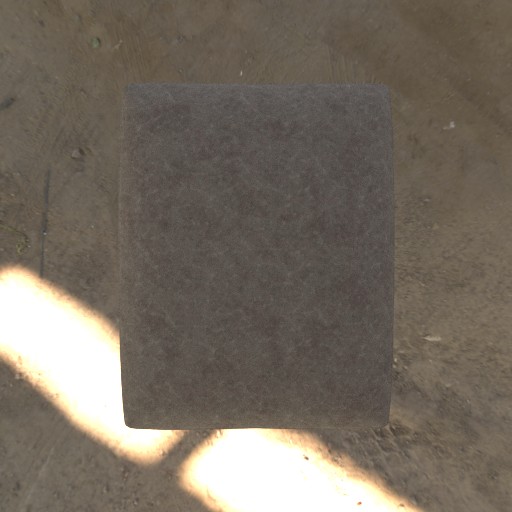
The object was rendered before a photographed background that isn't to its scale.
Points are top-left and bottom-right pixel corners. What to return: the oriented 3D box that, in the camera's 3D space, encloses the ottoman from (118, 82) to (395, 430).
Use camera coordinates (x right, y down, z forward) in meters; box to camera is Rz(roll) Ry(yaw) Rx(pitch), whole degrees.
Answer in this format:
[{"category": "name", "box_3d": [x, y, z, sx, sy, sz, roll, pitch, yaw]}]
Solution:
[{"category": "ottoman", "box_3d": [0.000, 0.000, 1.114, 0.584, 0.513, 0.741, 0, 91, 0]}]
